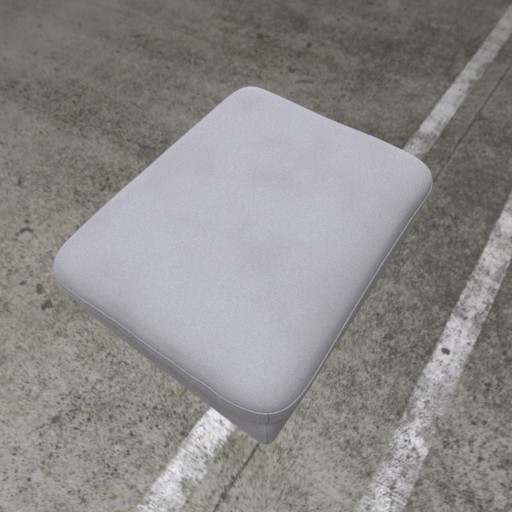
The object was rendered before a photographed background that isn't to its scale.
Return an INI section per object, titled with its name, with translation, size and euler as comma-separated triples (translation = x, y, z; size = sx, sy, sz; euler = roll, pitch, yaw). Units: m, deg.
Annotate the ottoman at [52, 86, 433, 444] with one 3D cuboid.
[ottoman]
translation = 0.000, 0.000, 1.138
size = 0.593, 0.478, 0.747
euler = 30, 63, 17
